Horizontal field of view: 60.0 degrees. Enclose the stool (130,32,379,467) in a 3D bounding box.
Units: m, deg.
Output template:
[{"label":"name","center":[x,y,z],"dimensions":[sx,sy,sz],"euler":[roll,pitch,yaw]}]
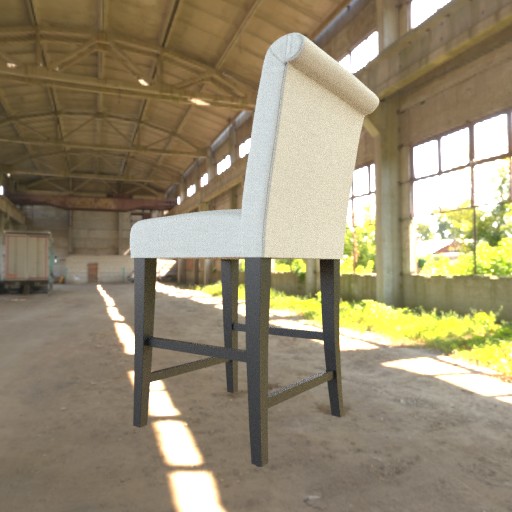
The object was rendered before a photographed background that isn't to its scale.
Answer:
[{"label":"stool","center":[0.000,0.000,1.299],"dimensions":[0.597,0.976,0.452],"euler":[-1,-1,36]}]
